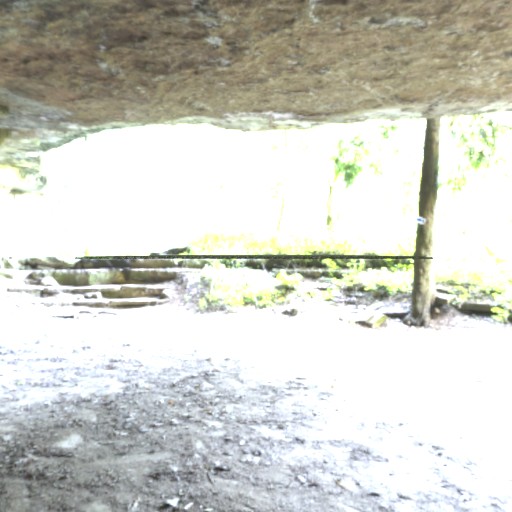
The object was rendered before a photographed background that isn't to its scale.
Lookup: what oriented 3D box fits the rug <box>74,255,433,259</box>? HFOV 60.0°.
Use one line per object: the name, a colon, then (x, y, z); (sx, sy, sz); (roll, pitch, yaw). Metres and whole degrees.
rug: (0.000, 0.000, 3.123); (1.548, 0.013, 2.486); (0, 0, 1)
